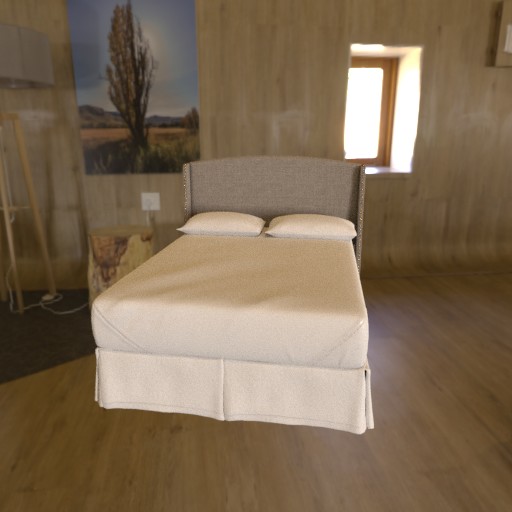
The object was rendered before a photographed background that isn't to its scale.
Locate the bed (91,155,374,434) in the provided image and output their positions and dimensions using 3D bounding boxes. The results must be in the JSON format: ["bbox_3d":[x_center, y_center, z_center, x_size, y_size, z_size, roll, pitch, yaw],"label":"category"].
[{"bbox_3d":[0.000,0.000,3.404,1.710,1.407,2.237,2,16,9],"label":"bed"}]
